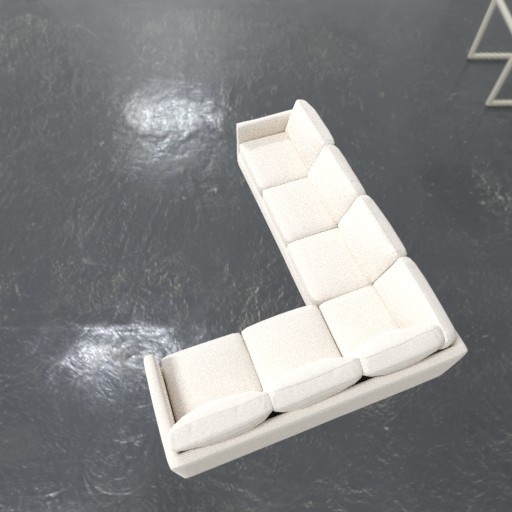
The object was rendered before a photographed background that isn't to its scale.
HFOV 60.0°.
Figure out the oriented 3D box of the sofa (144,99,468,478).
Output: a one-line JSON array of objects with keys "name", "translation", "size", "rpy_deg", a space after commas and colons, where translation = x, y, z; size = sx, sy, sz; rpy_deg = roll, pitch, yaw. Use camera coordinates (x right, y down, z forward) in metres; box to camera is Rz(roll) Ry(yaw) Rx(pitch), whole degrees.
[{"name": "sofa", "translation": [0.000, 0.000, 4.437], "size": [2.593, 0.947, 3.302], "rpy_deg": [-18, 60, -11]}]
